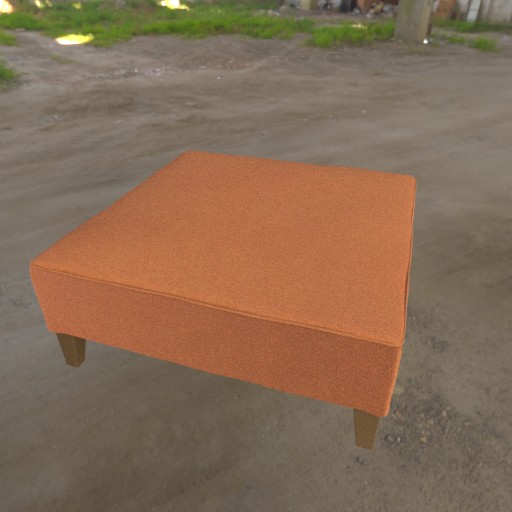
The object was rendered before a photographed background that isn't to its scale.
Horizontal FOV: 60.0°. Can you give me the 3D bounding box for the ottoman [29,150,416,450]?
[{"bbox_3d":[0.000,0.000,1.543,0.997,0.438,0.999,10,34,16],"label":"ottoman"}]
